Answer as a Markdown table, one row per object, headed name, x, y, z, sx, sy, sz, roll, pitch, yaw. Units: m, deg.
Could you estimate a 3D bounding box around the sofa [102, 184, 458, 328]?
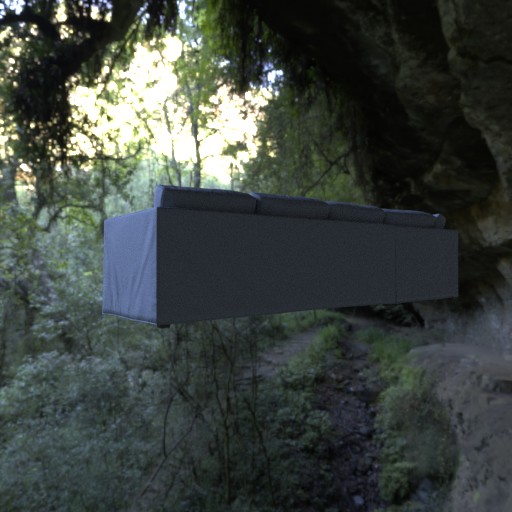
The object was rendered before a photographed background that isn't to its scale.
| name | x | y | z | sx | sy | sz | roll | pitch | yaw |
| --- | --- | --- | --- | --- | --- | --- | --- | --- | --- |
| sofa | 0.000 | 0.000 | 4.364 | 3.182 | 0.871 | 2.432 | 0 | -1 | -36 |
